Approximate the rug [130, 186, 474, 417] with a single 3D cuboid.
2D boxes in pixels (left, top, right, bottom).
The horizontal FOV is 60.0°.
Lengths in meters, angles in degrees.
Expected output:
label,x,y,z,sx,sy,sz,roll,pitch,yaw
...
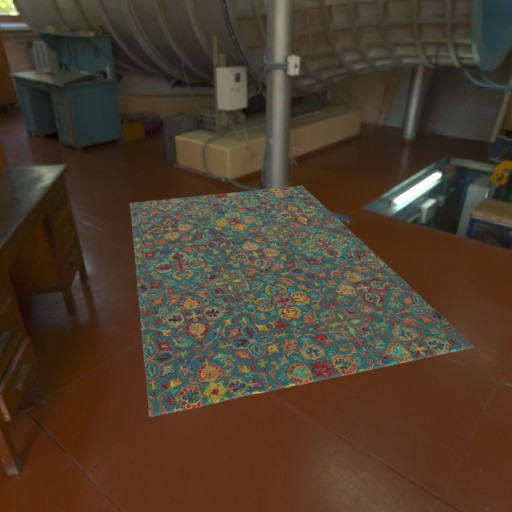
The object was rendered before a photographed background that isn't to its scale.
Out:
label,x,y,z,sx,sy,sz,roll,pitch,yaw
rug,0.000,0.000,2.901,1.527,0.016,2.290,-8,30,-14
